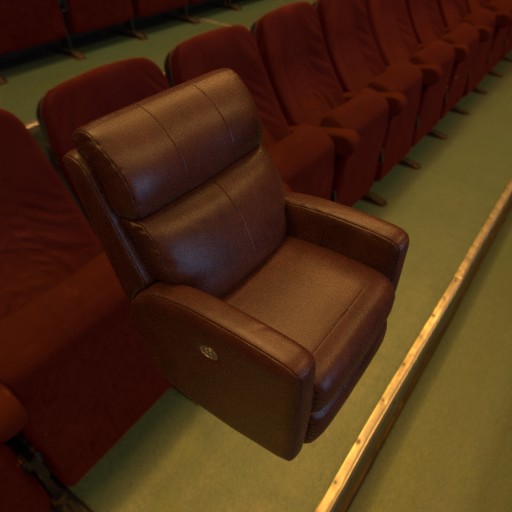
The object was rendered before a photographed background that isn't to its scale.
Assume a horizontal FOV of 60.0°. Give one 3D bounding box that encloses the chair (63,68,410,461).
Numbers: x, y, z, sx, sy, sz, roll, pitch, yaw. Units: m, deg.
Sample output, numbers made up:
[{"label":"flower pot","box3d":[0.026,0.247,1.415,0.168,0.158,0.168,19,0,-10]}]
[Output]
[{"label":"chair","box3d":[0.000,0.000,1.597,0.939,1.016,0.787,26,47,27]}]
